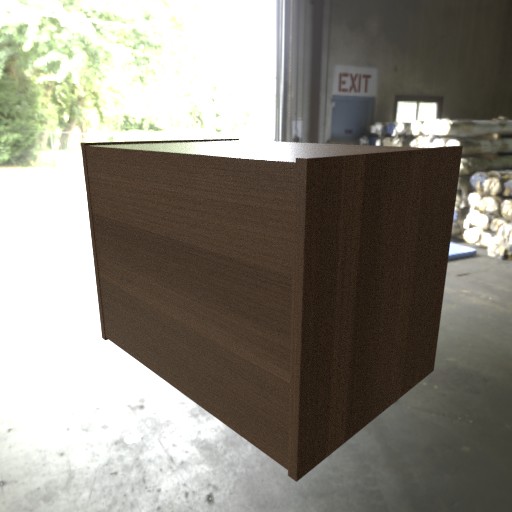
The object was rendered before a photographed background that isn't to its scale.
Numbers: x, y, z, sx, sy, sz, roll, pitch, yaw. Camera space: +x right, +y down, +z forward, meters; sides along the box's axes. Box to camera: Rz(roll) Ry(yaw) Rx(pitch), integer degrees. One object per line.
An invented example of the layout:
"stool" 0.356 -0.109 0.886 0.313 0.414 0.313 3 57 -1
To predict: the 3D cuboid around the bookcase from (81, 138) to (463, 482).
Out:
"bookcase" 0.000 0.000 0.623 0.290 0.305 0.415 -15 22 -42
